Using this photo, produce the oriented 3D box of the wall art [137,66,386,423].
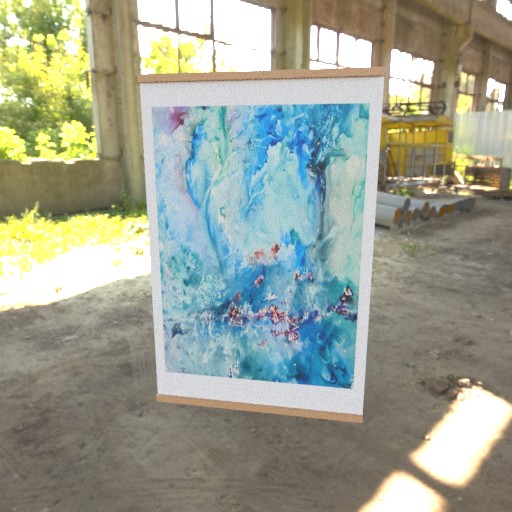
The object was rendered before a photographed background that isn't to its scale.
[{"bbox_3d":[0.000,0.000,1.311,0.669,1.020,0.027,3,14,10],"label":"wall art"}]
